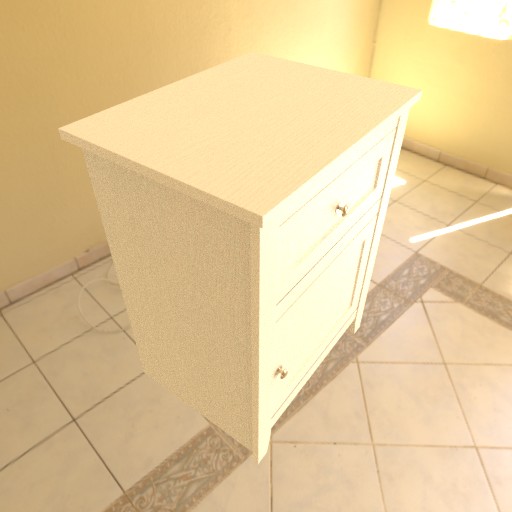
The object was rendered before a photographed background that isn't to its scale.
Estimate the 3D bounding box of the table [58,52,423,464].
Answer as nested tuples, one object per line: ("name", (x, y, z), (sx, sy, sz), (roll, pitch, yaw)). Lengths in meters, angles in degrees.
("table", (0.000, 0.000, 0.928), (0.381, 0.635, 0.480), (26, 47, 27))
